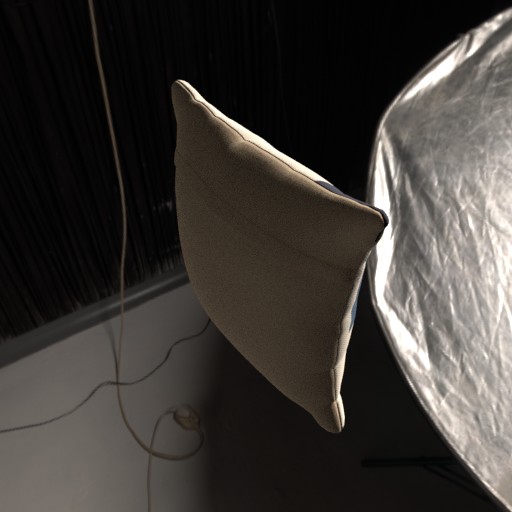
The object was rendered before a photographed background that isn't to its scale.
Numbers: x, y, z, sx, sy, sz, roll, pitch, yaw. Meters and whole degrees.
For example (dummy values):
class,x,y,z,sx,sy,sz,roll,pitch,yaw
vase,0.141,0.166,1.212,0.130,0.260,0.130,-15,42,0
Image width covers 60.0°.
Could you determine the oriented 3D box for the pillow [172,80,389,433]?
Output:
class,x,y,z,sx,sy,sz,roll,pitch,yaw
pillow,0.000,0.000,0.823,0.229,0.506,0.536,-26,48,-26
